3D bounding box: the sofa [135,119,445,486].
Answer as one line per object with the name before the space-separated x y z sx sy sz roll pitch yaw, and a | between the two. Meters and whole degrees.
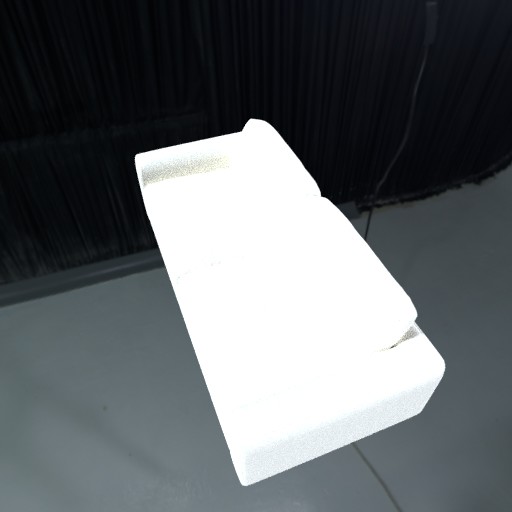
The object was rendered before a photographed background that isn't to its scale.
sofa | 0.000 0.000 2.750 1.070 0.801 2.262 -16 49 -15
